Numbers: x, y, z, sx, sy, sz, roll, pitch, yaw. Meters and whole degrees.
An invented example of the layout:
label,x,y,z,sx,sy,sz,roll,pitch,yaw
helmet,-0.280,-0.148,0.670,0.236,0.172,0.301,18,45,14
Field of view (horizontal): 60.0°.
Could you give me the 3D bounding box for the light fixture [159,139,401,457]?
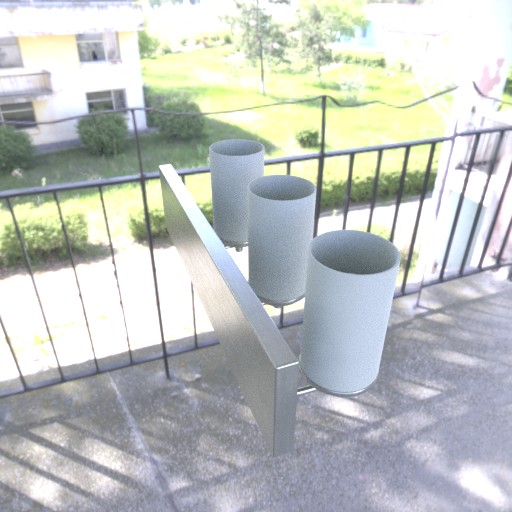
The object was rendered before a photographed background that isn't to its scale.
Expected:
label,x,y,z,sx,sy,sz,roll,pitch,yaw
light fixture,0.000,0.000,0.545,0.145,0.172,0.451,-11,33,-18
